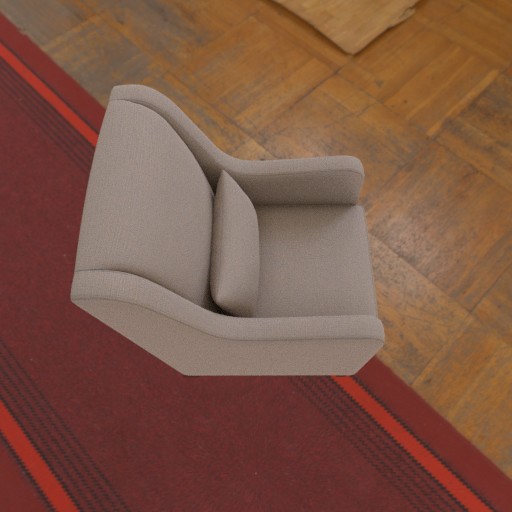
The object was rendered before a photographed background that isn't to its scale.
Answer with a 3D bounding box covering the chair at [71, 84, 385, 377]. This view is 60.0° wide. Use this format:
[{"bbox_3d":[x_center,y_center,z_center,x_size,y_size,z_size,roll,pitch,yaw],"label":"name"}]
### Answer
[{"bbox_3d":[0.000,0.000,1.627,0.896,1.017,0.715,0,64,0],"label":"chair"}]
